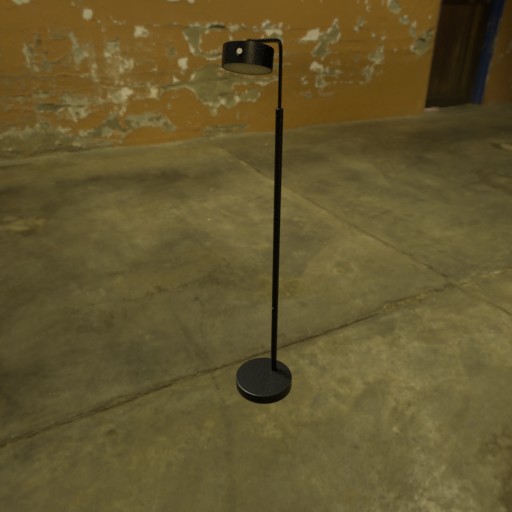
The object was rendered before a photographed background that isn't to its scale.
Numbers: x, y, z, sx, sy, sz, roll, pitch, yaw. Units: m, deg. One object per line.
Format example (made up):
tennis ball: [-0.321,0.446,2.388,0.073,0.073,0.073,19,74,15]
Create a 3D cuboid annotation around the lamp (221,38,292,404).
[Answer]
lamp: [0.000,0.000,1.393,0.219,1.230,0.418,9,28,16]
